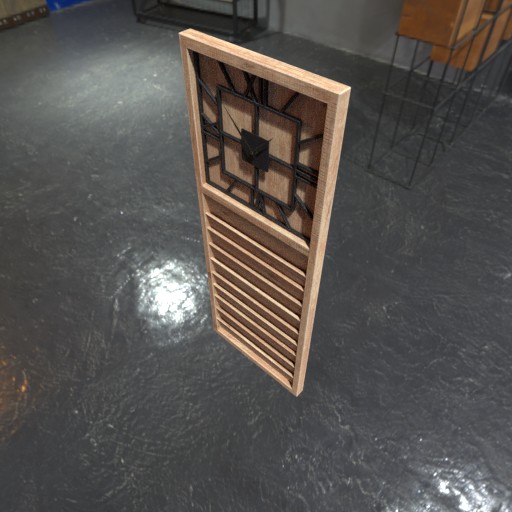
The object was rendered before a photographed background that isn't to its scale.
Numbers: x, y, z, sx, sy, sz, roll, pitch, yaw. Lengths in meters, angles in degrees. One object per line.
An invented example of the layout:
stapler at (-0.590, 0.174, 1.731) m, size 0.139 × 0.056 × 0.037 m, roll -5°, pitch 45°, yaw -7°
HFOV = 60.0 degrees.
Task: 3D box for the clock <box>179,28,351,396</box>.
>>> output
clock at (0.000, 0.000, 1.092) m, size 0.361 × 0.965 × 0.030 m, roll 33°, pitch 55°, yaw 28°
